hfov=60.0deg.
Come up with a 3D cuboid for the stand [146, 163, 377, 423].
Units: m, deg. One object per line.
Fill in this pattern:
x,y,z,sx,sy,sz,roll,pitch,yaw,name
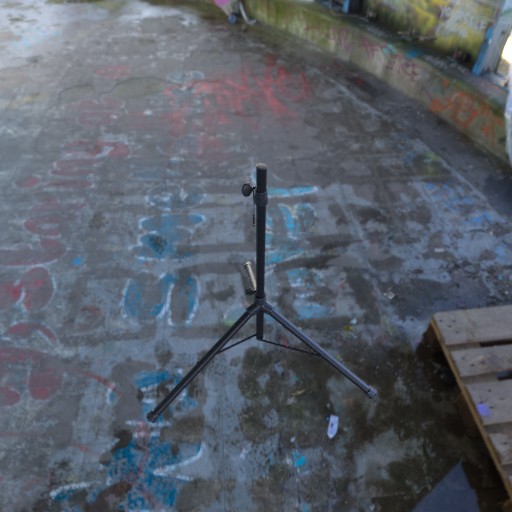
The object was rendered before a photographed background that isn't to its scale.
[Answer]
0.000,0.000,1.888,1.045,1.136,0.907,-4,47,-3,stand
